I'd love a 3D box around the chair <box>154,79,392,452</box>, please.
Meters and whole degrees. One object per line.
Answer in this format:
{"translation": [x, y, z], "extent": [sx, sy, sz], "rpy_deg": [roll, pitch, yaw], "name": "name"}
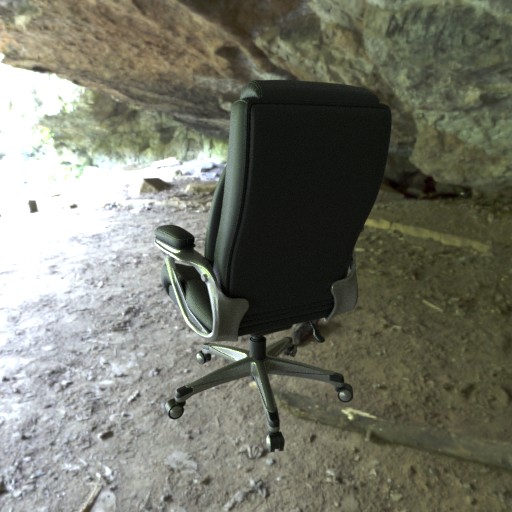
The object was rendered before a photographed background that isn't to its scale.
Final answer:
{"translation": [0.000, 0.000, 1.661], "extent": [0.741, 1.167, 0.784], "rpy_deg": [-8, 17, -26], "name": "chair"}
